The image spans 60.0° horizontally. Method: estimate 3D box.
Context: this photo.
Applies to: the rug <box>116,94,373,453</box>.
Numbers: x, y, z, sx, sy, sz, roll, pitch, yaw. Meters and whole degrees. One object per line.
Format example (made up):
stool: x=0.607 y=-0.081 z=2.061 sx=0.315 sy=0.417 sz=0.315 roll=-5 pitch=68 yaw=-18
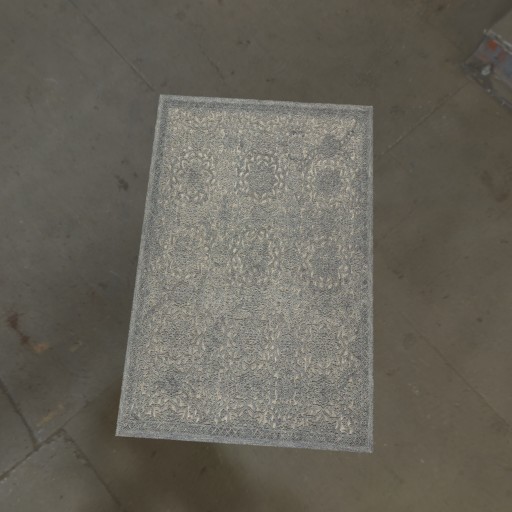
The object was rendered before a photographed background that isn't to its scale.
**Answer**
rug: x=0.000 y=0.000 z=2.294 sx=1.208 sy=0.012 sz=1.819 roll=3 pitch=76 yaw=1
